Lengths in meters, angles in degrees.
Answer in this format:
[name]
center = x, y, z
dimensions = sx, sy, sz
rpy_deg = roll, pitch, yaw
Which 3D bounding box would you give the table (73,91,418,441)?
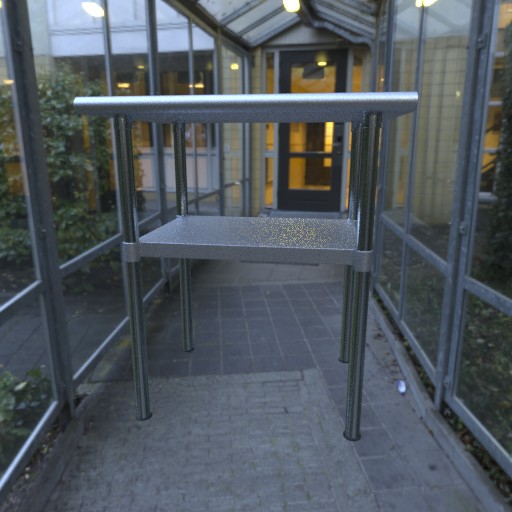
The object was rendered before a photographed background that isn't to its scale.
[table]
center = 0.000, 0.000, 1.349
dimensions = 0.762, 0.876, 0.584
rpy_deg = 2, 15, 8
